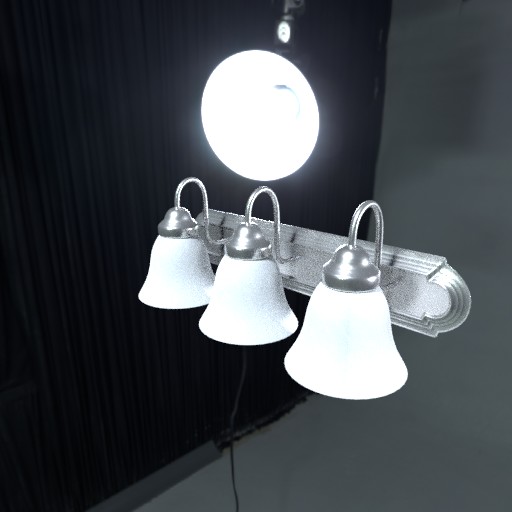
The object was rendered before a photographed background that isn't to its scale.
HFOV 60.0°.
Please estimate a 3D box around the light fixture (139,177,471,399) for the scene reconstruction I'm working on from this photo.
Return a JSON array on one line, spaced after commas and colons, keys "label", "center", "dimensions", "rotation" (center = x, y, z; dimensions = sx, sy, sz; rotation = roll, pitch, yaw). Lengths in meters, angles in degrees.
[{"label": "light fixture", "center": [0.000, 0.000, 0.721], "dimensions": [0.199, 0.222, 0.610], "rotation": [-15, 22, -42]}]
